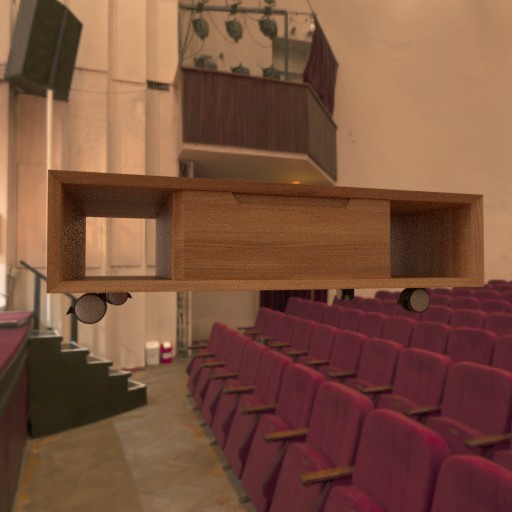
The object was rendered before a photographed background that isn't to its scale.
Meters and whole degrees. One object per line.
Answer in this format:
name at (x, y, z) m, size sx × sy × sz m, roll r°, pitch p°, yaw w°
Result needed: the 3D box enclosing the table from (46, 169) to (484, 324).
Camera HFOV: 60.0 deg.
table at (0.000, 0.000, 1.397) m, size 1.100 × 0.330 × 0.700 m, roll 0°, pitch -2°, yaw -17°
